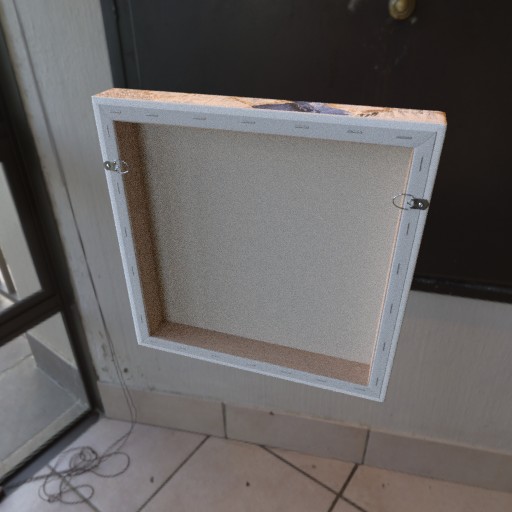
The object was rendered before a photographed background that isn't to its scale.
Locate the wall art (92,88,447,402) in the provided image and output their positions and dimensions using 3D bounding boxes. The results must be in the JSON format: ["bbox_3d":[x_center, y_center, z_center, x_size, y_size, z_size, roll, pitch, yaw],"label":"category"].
[{"bbox_3d":[0.000,0.000,0.454,0.303,0.304,0.036,9,33,15],"label":"wall art"}]
